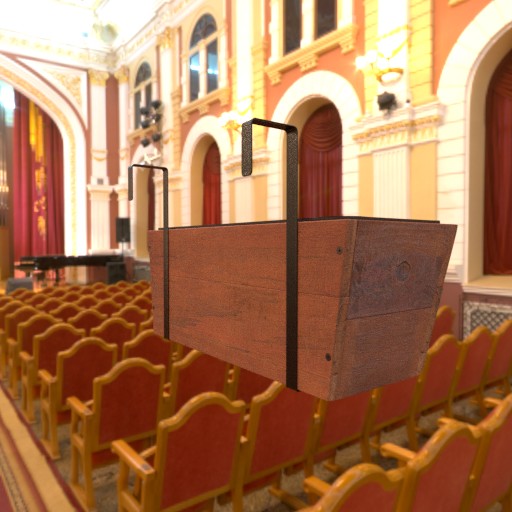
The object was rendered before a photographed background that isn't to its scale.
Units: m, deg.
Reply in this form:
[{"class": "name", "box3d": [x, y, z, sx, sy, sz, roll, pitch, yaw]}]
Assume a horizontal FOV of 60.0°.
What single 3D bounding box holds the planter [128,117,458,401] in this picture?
[{"class": "planter", "box3d": [0.000, 0.000, 0.659, 0.262, 0.289, 0.480, -1, 2, -36]}]
